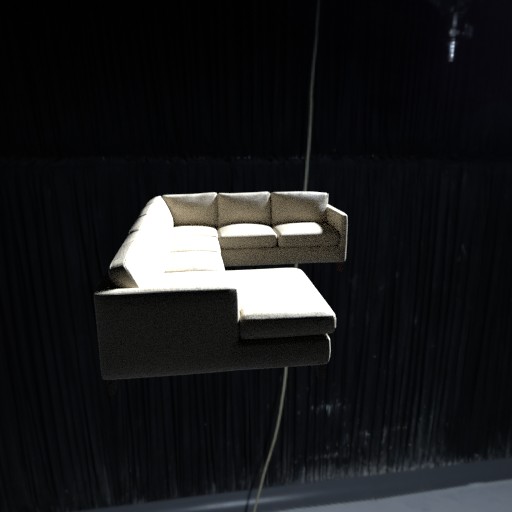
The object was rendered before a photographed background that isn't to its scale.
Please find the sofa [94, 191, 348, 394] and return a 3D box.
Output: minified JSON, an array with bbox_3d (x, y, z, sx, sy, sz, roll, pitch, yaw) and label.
[{"bbox_3d":[0.000,0.000,4.654,2.593,0.959,3.460,-2,16,-7],"label":"sofa"}]
